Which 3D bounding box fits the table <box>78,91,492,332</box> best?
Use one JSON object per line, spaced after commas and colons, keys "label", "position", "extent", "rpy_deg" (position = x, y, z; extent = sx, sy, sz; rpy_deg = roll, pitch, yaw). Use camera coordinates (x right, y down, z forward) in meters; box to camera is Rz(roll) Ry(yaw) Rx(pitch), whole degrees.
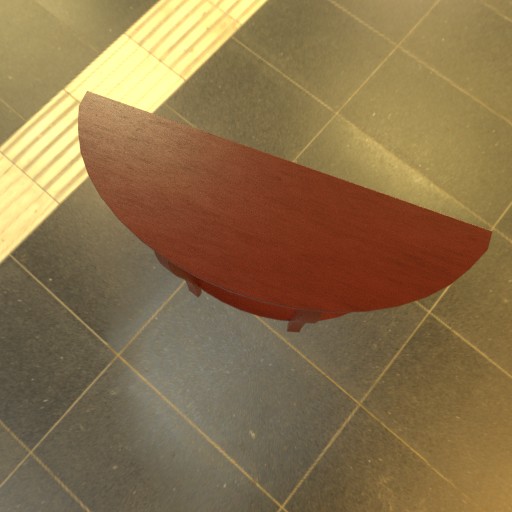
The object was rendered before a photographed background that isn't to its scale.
{"label": "table", "position": [0.000, 0.000, 1.585], "extent": [1.219, 0.779, 0.405], "rpy_deg": [20, 77, 5]}
